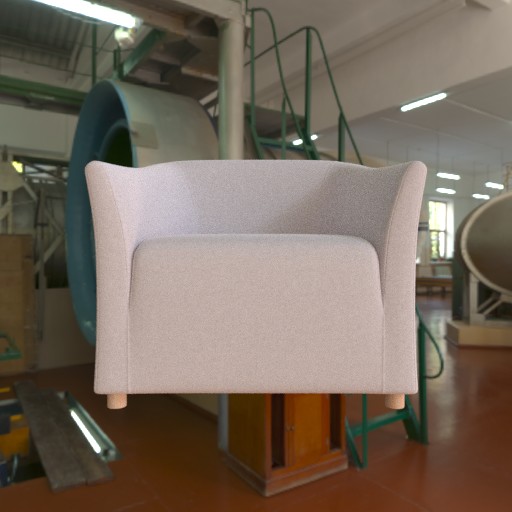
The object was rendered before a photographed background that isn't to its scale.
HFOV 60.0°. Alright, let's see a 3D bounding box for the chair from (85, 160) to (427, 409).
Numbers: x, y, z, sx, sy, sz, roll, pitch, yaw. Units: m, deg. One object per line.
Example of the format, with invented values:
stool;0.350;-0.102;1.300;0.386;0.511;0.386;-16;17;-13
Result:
chair;0.000;0.000;1.353;0.790;0.720;0.700;0;0;0
